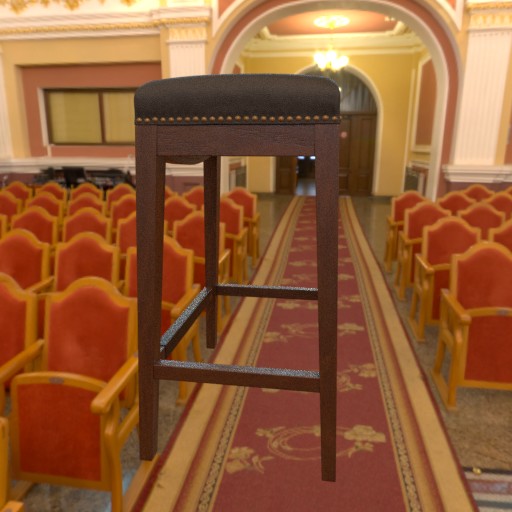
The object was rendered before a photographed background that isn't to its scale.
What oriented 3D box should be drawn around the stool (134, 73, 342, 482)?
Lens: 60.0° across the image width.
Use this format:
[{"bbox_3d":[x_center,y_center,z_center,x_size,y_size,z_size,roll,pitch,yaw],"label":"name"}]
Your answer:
[{"bbox_3d":[0.000,0.000,0.937,0.353,0.664,0.490,2,14,9],"label":"stool"}]
